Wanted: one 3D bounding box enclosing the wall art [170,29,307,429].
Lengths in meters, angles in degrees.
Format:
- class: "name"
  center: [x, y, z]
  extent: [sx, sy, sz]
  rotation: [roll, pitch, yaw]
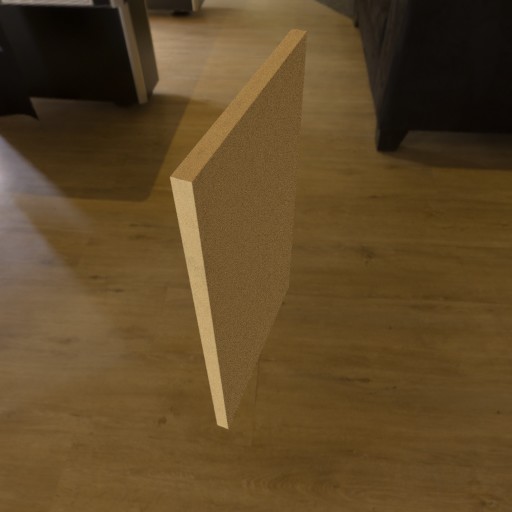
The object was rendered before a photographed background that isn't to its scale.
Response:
- class: "wall art"
  center: [0.000, 0.000, 1.018]
  extent: [0.039, 0.810, 0.510]
  rotation: [16, 50, 14]
